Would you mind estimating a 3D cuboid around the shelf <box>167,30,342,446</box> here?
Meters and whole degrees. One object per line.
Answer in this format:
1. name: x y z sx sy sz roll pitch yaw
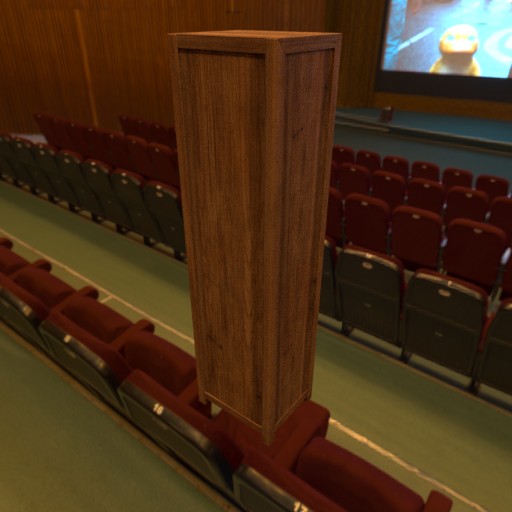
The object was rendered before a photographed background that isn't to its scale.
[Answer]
1. shelf: 0.000 0.000 2.115 0.500 1.900 0.428 21 35 32
